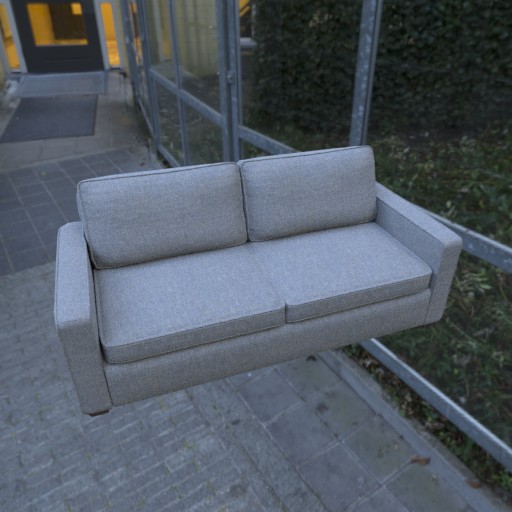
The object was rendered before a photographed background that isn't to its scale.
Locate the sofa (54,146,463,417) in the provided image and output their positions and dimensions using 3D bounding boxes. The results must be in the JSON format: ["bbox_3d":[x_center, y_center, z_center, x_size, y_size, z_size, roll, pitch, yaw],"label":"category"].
[{"bbox_3d":[0.000,0.000,2.516,2.078,0.918,0.945,-11,33,-17],"label":"sofa"}]
